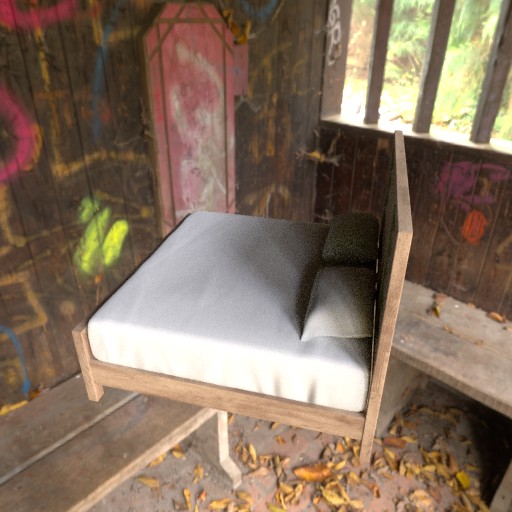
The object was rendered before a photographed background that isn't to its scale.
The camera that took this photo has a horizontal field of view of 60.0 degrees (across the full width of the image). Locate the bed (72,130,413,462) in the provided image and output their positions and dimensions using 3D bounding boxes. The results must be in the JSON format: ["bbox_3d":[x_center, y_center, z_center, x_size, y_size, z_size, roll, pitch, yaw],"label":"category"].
[{"bbox_3d":[0.000,0.000,3.508,2.032,1.626,2.032,7,30,13],"label":"bed"}]
